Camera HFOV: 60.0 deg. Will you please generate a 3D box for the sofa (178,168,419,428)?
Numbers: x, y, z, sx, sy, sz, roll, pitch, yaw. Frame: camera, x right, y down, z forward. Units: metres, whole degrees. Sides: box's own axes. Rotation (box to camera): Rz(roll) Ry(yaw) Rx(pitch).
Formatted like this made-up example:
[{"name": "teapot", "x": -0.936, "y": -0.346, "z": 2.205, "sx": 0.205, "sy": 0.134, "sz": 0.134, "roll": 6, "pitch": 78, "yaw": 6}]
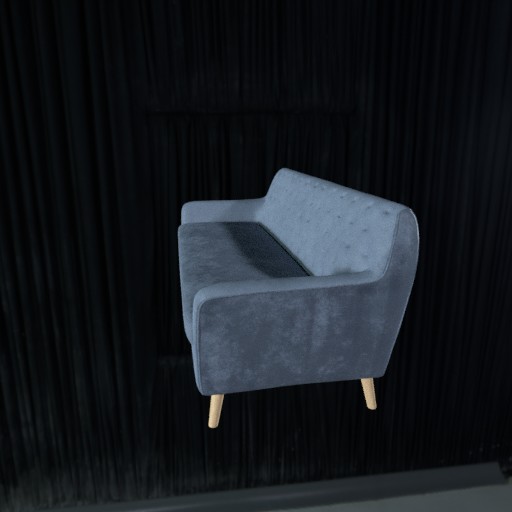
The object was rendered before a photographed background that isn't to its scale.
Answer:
[{"name": "sofa", "x": 0.000, "y": 0.000, "z": 2.464, "sx": 0.841, "sy": 0.832, "sz": 1.975, "roll": -3, "pitch": 16, "yaw": -10}]
